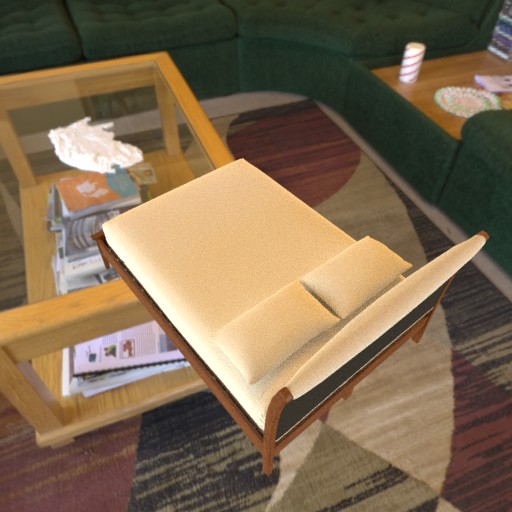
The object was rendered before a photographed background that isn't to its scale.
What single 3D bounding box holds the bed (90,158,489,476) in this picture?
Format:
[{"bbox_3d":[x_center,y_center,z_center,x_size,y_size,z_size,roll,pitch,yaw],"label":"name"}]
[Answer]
[{"bbox_3d":[0.000,0.000,3.252,1.612,1.250,2.380,-31,54,-25],"label":"bed"}]
